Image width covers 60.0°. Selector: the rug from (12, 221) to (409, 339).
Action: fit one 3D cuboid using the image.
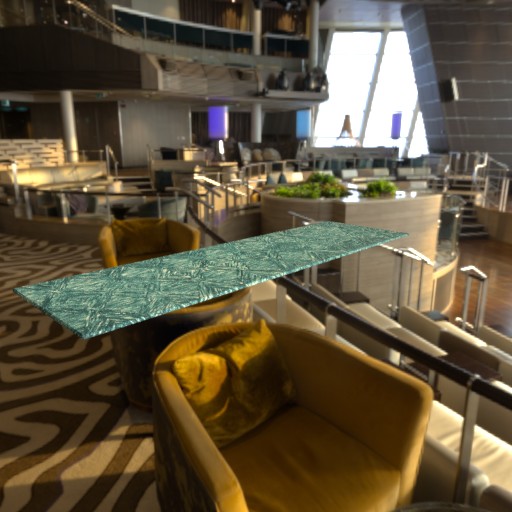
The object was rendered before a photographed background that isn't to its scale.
[{"bbox_3d":[0.000,0.000,2.452,0.676,0.016,2.286,14,20,43],"label":"rug"}]
